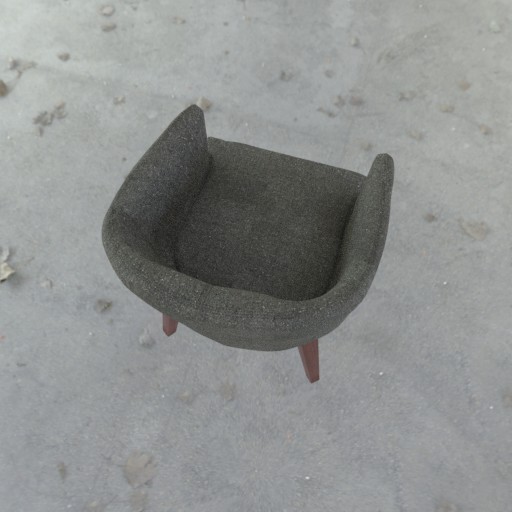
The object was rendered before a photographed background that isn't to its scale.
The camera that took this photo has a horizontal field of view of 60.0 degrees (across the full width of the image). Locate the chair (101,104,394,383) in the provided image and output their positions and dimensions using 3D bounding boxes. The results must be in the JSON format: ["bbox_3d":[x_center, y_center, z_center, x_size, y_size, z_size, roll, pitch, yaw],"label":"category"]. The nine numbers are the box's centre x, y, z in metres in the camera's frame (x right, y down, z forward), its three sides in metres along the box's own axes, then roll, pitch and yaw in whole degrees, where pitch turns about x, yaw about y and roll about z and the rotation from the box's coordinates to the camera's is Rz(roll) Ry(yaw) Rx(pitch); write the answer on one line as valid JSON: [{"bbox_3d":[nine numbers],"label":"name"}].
[{"bbox_3d":[0.000,0.000,1.219,0.583,0.811,0.655,17,65,8],"label":"chair"}]
